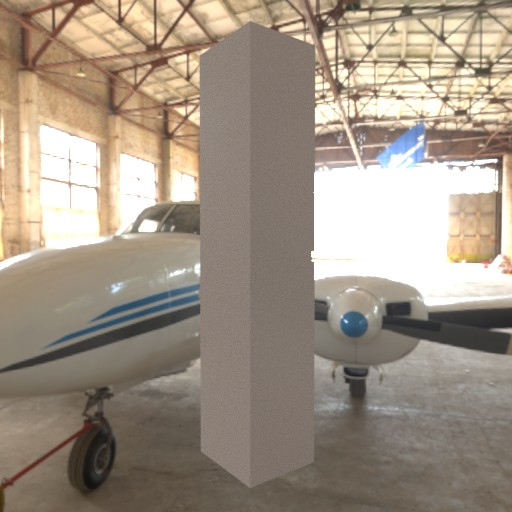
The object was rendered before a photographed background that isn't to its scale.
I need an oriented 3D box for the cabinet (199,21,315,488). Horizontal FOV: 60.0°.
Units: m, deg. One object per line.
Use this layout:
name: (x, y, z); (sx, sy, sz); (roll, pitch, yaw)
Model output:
cabinet: (0.000, 0.000, 1.529); (0.269, 1.400, 0.300); (-1, 2, -37)
